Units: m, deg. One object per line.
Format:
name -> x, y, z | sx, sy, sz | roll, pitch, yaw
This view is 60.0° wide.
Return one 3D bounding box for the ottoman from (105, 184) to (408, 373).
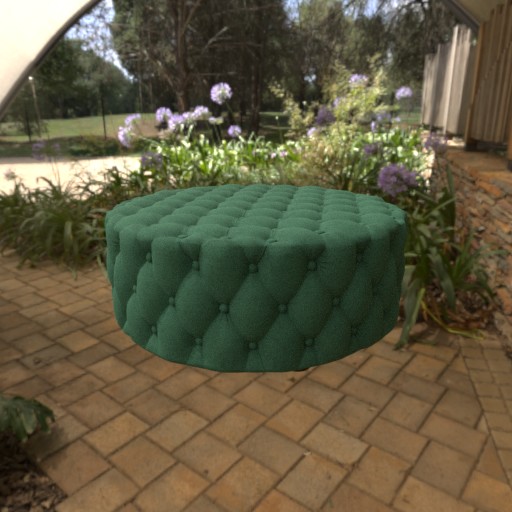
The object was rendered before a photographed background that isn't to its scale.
ottoman -> 0.000, 0.000, 1.549 | 0.998, 0.399, 0.998 | 0, 17, 0
